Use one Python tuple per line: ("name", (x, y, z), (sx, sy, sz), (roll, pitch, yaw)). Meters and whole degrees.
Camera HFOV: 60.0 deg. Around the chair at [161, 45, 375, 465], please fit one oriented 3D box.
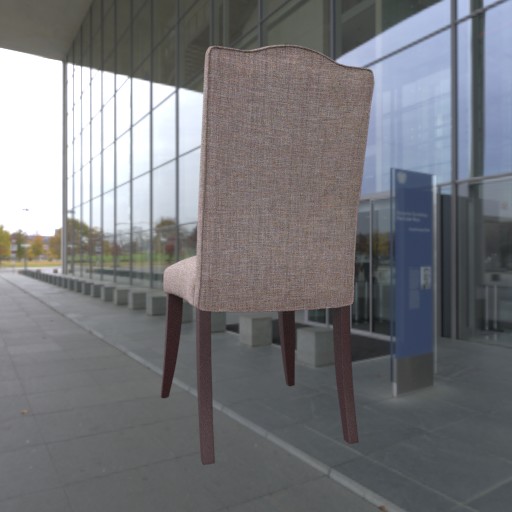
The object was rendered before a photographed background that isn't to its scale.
("chair", (0.000, 0.000, 1.368), (0.513, 1.016, 0.660), (0, 0, -18))
